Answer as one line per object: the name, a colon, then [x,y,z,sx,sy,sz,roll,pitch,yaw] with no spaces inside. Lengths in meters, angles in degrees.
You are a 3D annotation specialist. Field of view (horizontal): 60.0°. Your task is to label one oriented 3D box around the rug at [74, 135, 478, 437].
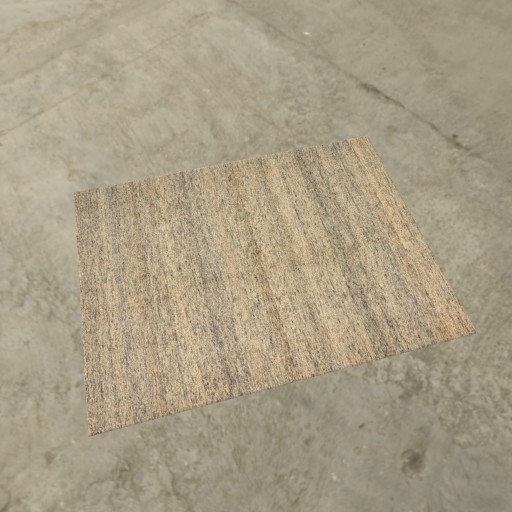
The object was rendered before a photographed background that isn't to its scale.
rug: [0.000,0.000,4.110,3.199,0.036,2.414,-13,59,-8]
